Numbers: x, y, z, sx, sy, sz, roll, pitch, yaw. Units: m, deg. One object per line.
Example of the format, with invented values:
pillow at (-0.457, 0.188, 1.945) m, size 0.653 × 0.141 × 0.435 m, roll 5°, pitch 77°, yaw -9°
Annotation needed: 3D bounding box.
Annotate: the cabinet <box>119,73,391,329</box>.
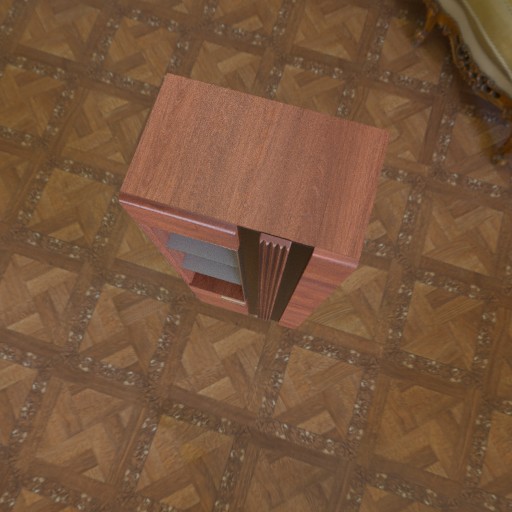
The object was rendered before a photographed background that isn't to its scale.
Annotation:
cabinet at (0.000, 0.000, 2.166) m, size 0.660 × 1.980 × 0.420 m, roll 16°, pitch 76°, yaw 4°
